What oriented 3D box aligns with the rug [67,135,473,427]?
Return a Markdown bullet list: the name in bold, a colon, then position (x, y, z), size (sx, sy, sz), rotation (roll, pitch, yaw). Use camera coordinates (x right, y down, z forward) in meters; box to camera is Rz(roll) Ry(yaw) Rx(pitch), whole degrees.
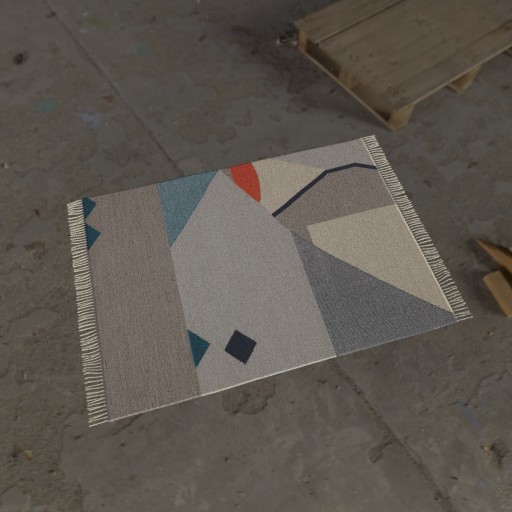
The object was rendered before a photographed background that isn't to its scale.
- **rug**: position (0.000, 0.000, 2.283), size (1.828, 0.005, 1.220), rotation (-14, 62, -7)
